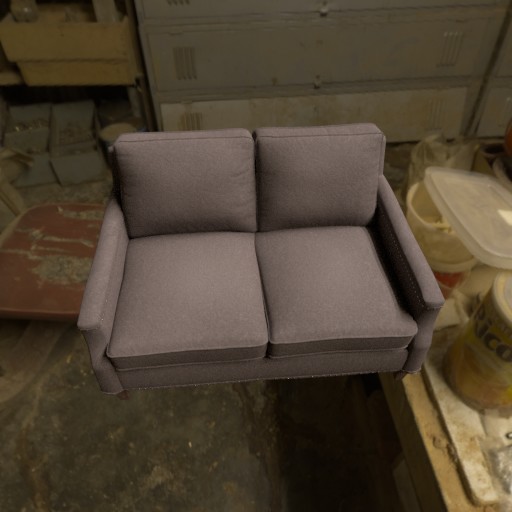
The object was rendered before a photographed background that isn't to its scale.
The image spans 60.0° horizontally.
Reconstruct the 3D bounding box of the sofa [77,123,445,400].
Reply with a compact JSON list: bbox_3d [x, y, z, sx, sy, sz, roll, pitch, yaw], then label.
[{"bbox_3d":[0.000,0.000,2.294,1.597,1.003,1.084,-3,47,-3],"label":"sofa"}]
